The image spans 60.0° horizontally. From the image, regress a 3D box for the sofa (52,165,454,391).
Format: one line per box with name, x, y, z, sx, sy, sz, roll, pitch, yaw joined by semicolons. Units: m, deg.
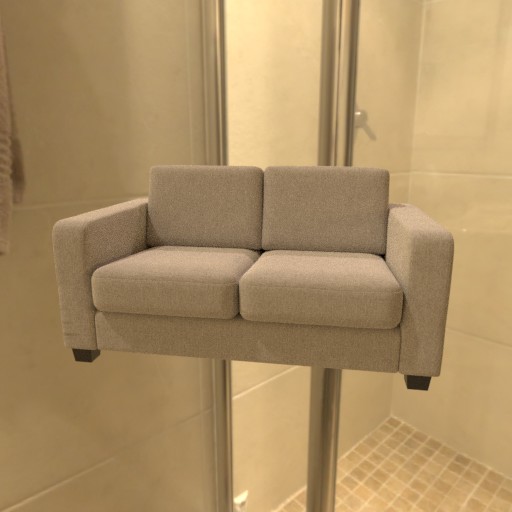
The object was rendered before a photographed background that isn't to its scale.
sofa;0.000;0.000;2.057;1.540;0.800;0.900;2;14;9
